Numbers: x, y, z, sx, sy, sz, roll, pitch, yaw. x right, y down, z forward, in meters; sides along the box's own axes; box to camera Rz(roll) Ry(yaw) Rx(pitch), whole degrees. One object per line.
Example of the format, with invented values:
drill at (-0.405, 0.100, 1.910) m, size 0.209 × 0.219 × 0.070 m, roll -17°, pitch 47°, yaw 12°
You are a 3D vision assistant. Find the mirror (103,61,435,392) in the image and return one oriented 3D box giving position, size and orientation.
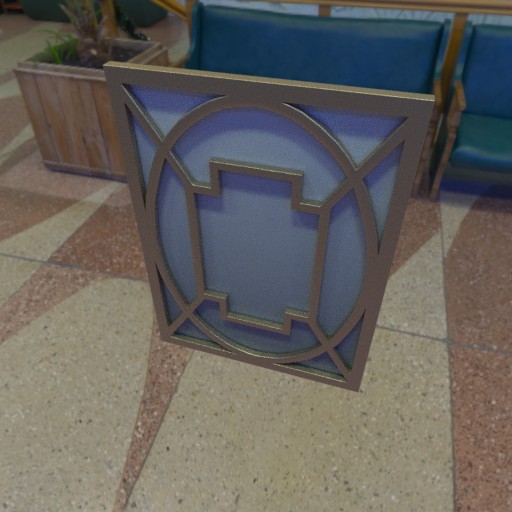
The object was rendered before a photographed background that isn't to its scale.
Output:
mirror at (0.000, 0.000, 1.309) m, size 0.756 × 1.023 × 0.032 m, roll 11°, pitch 41°, yaw 13°
